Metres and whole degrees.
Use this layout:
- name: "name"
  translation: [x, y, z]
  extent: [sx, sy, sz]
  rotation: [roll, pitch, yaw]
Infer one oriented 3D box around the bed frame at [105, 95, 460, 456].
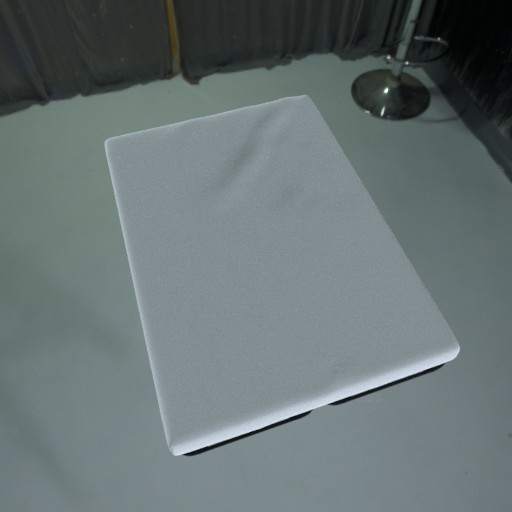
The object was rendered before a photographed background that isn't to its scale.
- name: "bed frame"
  translation: [0.000, 0.000, 2.598]
  extent: [1.372, 0.637, 1.905]
  rotation: [-16, 59, -10]
